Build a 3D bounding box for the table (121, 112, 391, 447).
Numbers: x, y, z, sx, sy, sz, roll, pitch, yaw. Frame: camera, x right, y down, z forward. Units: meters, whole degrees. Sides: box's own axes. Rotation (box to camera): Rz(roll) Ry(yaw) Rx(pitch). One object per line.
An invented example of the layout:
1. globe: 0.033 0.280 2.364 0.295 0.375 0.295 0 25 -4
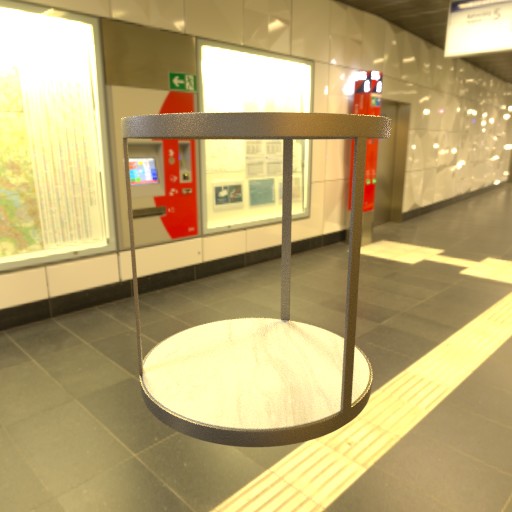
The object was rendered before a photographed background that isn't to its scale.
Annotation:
1. table: 0.000 0.000 0.820 0.445 0.479 0.445 0 14 0
